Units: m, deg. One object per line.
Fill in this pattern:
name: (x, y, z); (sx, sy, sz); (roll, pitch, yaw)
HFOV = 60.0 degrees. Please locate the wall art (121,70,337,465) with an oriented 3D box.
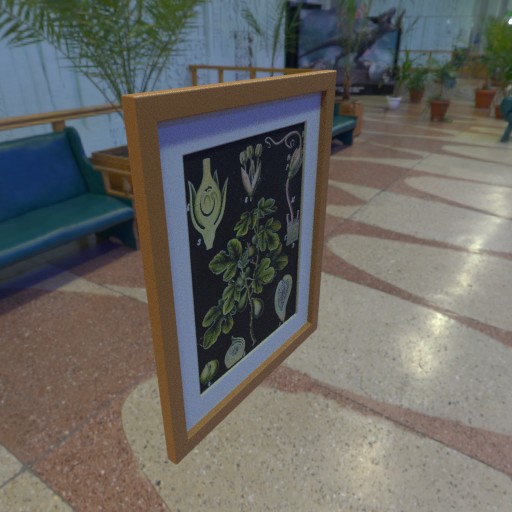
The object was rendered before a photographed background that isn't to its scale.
wall art: (0.000, 0.000, 0.746); (0.022, 0.553, 0.452); (18, 32, 32)
